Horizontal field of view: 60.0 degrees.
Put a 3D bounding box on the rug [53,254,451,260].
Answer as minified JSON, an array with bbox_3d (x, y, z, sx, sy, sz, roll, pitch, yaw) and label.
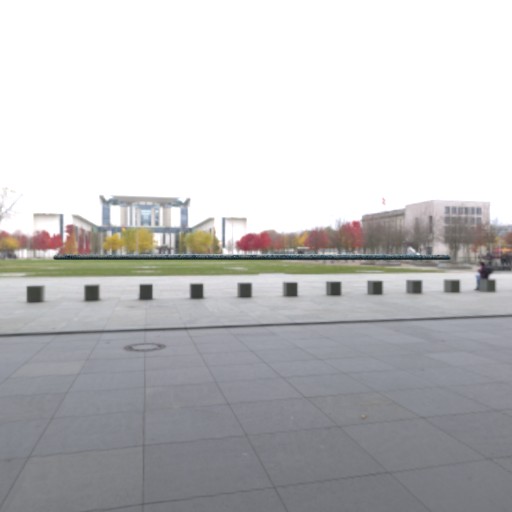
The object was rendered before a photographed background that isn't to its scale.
[{"bbox_3d":[0.000,0.000,2.267,1.219,0.016,1.829,0,0,1],"label":"rug"}]
